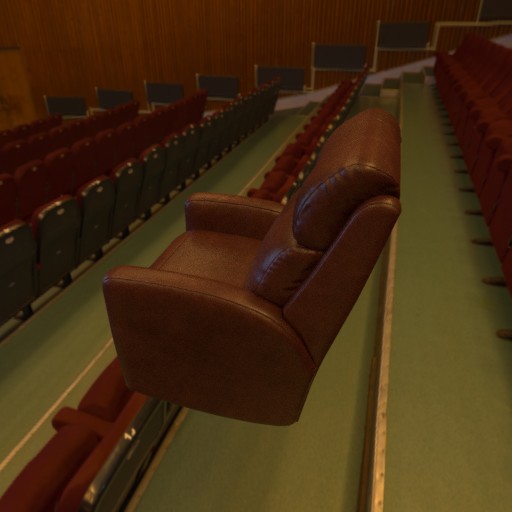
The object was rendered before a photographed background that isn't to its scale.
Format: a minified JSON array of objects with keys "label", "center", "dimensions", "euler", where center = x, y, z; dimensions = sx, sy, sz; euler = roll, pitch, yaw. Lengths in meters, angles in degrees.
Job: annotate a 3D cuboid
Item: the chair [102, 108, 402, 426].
[{"label":"chair","center":[0.000,0.000,1.681],"dimensions":[0.939,1.016,0.787],"euler":[8,31,14]}]
